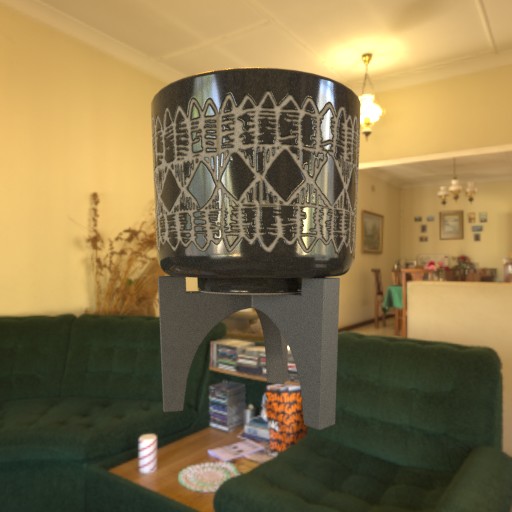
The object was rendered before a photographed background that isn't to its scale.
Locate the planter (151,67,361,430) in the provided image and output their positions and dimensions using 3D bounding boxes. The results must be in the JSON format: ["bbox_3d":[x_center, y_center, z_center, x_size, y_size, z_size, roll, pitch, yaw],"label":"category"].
[{"bbox_3d":[0.000,0.000,0.539,0.251,0.355,0.251,0,-1,18],"label":"planter"}]
